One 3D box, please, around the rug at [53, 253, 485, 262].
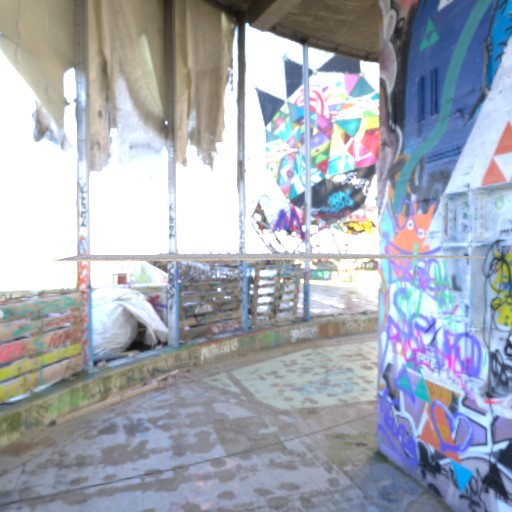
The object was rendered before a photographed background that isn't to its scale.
[{"bbox_3d":[0.000,0.000,2.346,1.827,0.006,1.221,0,1,-18],"label":"rug"}]
